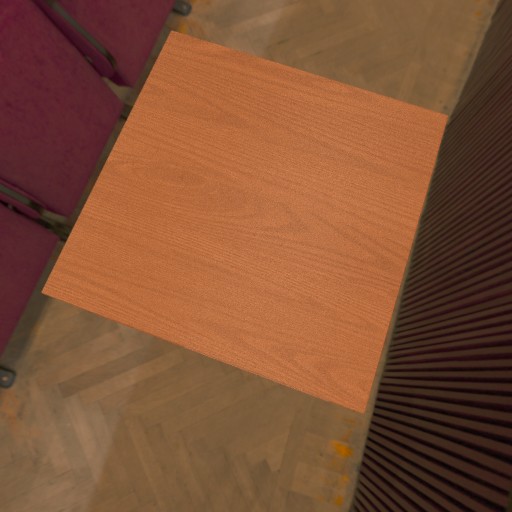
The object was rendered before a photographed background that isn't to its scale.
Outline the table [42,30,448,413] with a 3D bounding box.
[{"bbox_3d":[0.000,0.000,0.824,0.400,0.550,0.400,19,76,5],"label":"table"}]
